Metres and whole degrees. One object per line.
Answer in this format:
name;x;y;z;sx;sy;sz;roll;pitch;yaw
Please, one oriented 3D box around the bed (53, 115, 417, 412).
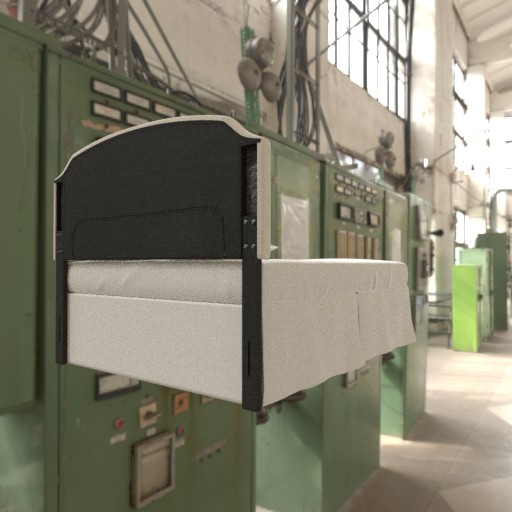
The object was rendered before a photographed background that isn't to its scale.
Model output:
bed;0.000;0.000;2.977;1.558;1.270;1.999;-1;-1;36
